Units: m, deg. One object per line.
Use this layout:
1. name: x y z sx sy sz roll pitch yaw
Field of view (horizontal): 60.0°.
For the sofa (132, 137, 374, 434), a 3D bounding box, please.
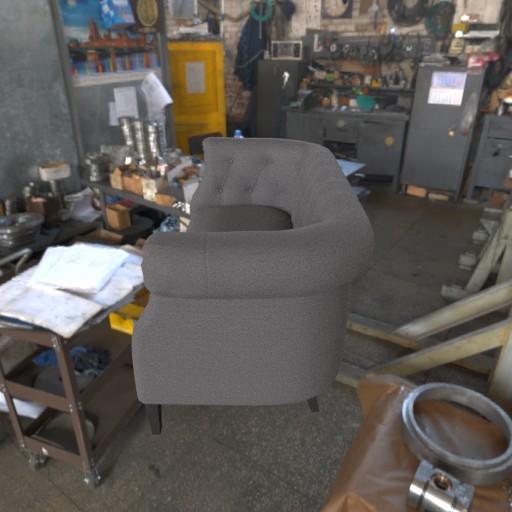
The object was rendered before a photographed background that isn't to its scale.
1. sofa: 0.000 0.000 2.096 0.835 0.827 1.558 1 27 1
